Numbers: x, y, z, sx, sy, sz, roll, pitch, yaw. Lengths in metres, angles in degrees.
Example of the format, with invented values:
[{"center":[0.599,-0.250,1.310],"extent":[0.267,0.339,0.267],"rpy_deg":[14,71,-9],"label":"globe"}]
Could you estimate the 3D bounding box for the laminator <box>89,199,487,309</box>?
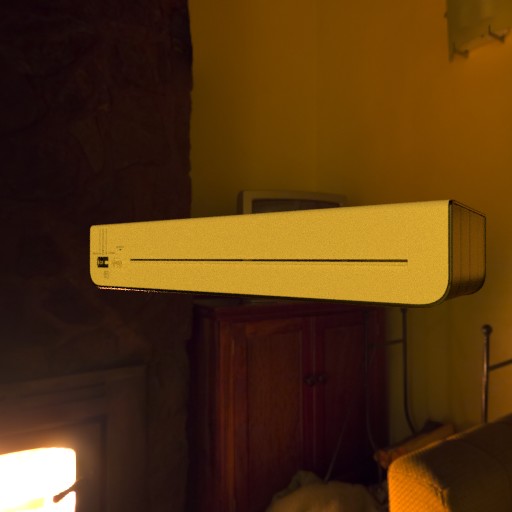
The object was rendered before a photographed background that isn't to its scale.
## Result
[{"center":[0.000,0.000,0.384],"extent":[0.340,0.062,0.123],"rpy_deg":[0,0,36],"label":"laminator"}]
